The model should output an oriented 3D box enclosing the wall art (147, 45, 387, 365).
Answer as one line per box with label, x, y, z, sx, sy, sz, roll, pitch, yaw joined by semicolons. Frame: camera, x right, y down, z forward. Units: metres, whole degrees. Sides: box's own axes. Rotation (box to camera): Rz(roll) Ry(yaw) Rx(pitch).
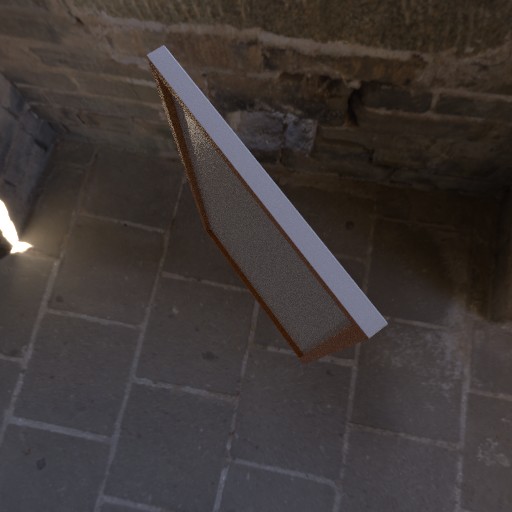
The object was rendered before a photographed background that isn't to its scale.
wall art;0.000;0.000;0.767;0.025;0.608;0.405;-35;77;-9
